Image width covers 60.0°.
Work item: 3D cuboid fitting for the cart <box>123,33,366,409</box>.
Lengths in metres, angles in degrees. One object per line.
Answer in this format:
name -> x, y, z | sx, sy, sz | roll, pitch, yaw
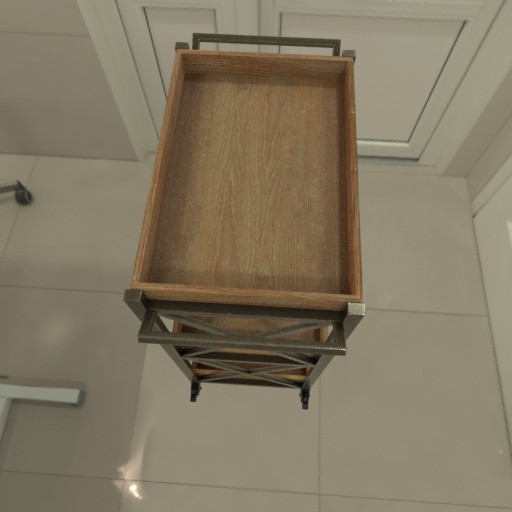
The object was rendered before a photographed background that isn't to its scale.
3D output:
cart -> 0.000, 0.000, 1.165 | 0.377, 0.835, 0.673 | 3, 65, 2
